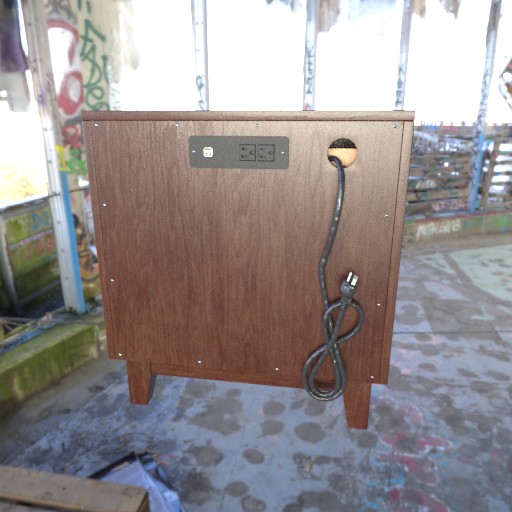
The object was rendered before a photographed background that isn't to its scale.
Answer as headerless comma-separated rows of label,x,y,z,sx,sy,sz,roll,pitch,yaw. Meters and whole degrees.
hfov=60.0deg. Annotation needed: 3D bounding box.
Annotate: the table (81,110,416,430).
table,0.000,0.000,0.982,0.557,0.609,0.449,3,18,9
